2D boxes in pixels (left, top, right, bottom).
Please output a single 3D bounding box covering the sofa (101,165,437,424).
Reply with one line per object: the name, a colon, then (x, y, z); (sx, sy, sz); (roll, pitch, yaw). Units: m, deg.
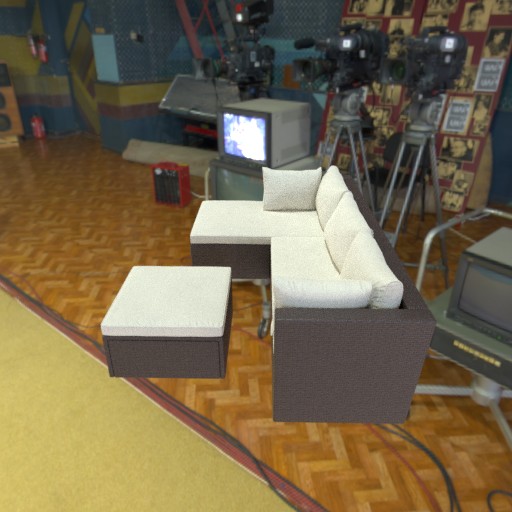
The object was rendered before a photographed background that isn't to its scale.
sofa: (0.000, 0.000, 3.007); (1.612, 0.766, 2.192); (1, 27, 1)
